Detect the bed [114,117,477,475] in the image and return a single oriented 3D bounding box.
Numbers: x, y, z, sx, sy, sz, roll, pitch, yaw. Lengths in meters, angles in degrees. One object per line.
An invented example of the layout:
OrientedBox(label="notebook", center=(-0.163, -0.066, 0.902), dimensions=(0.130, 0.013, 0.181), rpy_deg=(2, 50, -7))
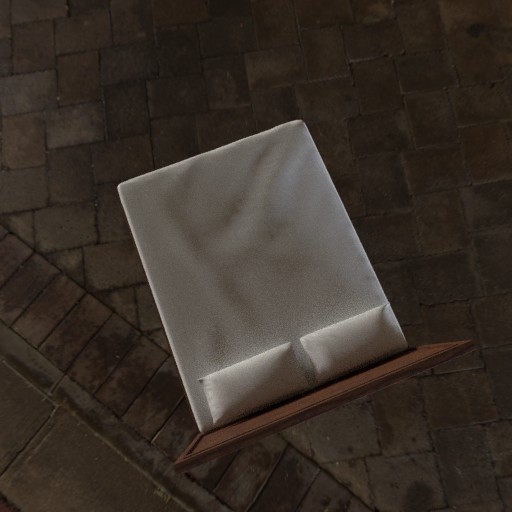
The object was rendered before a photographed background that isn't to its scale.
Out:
OrientedBox(label="bed", center=(0.000, 0.000, 3.344), dimensions=(1.765, 1.487, 2.218), rpy_deg=(-21, 77, -5))
